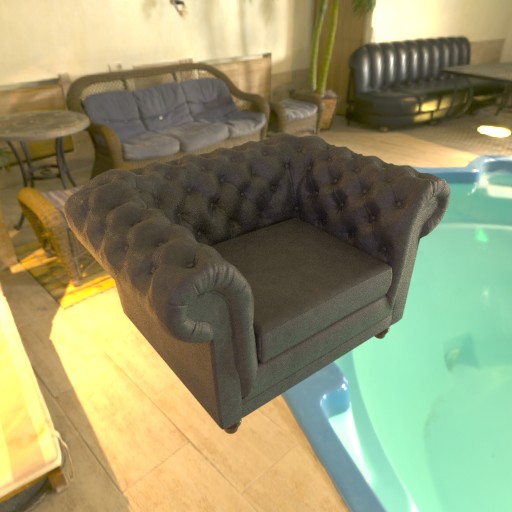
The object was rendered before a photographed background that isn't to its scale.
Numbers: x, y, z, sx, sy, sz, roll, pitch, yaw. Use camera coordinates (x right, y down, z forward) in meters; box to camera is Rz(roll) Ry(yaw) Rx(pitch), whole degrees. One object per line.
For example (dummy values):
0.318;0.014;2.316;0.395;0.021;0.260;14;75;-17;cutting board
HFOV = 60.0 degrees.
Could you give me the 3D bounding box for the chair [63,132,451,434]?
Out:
0.000;0.000;1.905;1.298;0.780;0.943;-21;37;-32;chair
